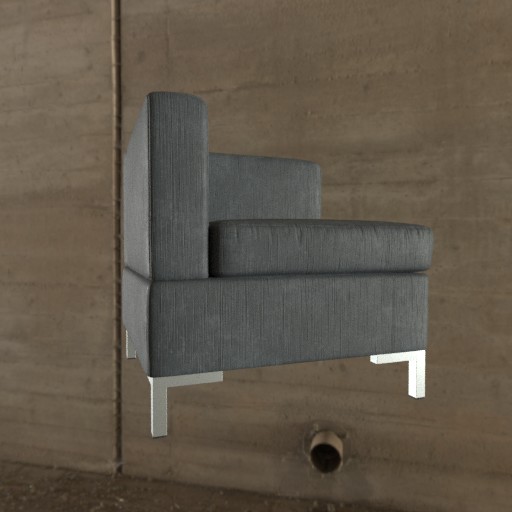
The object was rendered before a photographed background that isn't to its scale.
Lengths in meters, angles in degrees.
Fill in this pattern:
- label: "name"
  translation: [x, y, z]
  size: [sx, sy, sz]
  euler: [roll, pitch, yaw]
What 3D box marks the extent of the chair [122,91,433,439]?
- label: "chair"
  translation: [0.000, 0.000, 1.225]
  size: [0.680, 0.660, 0.680]
  euler: [-1, 1, -20]
